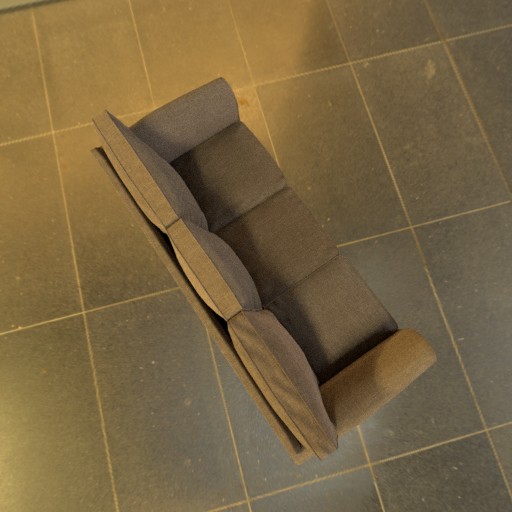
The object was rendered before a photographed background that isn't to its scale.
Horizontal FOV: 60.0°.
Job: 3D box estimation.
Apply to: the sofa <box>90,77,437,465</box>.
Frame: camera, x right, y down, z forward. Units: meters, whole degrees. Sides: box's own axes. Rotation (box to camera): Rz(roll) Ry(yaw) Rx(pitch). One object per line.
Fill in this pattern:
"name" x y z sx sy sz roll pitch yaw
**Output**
"sofa" 0.000 0.000 2.594 0.916 0.961 2.084 -34 78 -8
